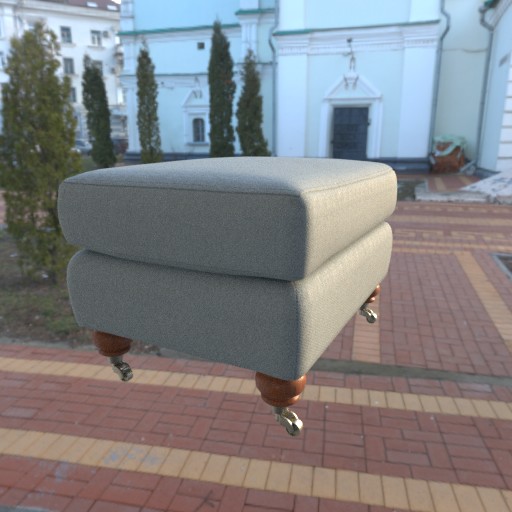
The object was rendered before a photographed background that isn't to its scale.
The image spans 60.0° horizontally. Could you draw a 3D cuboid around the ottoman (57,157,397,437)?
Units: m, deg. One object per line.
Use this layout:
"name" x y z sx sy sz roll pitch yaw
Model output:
"ottoman" 0.000 0.000 1.153 0.569 0.499 0.773 7 16 27
